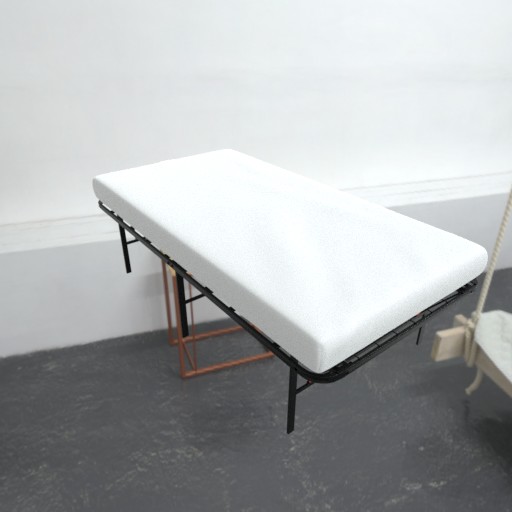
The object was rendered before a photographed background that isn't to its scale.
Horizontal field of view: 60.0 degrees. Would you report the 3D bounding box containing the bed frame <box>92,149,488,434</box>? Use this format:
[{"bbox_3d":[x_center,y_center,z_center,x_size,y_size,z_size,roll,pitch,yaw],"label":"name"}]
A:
[{"bbox_3d":[0.000,0.000,2.323,0.989,0.619,1.903,-21,35,-32],"label":"bed frame"}]
